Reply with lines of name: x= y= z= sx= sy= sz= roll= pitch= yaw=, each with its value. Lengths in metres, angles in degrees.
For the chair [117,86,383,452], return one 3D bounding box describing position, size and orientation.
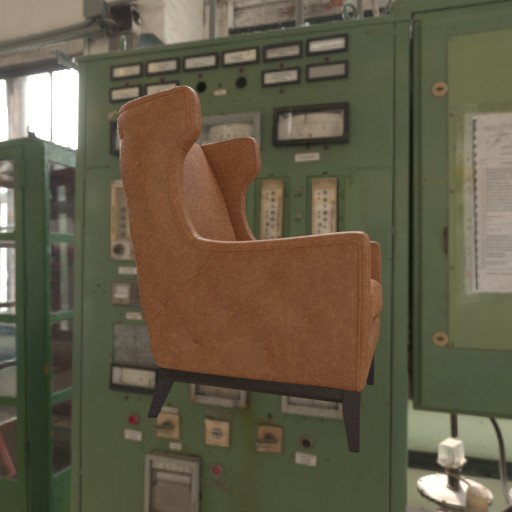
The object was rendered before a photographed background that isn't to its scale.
chair: x=0.000 y=0.000 z=1.671 sx=0.899 sy=1.079 sz=0.766 roll=0 pitch=0 yaw=18
